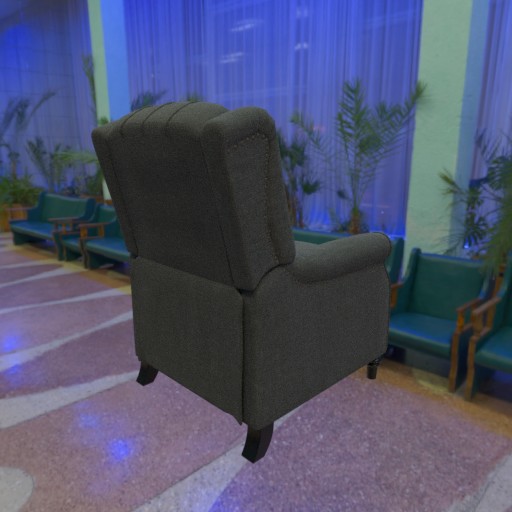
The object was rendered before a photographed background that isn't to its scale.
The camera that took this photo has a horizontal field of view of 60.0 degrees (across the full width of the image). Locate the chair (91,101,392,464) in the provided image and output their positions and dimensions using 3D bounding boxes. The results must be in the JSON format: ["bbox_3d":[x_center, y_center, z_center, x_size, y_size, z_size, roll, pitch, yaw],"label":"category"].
[{"bbox_3d":[0.000,0.000,1.637,0.898,1.035,0.742,-13,19,-43],"label":"chair"}]
